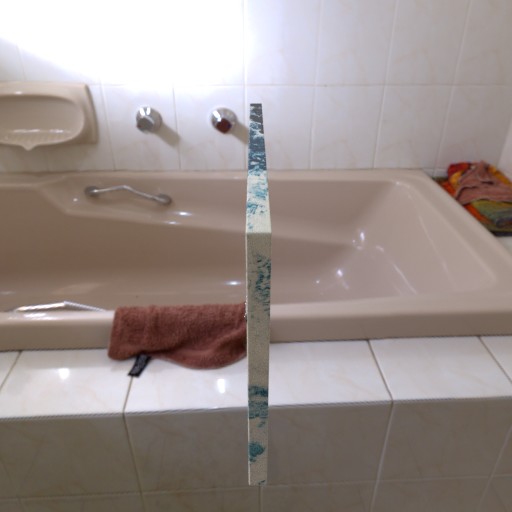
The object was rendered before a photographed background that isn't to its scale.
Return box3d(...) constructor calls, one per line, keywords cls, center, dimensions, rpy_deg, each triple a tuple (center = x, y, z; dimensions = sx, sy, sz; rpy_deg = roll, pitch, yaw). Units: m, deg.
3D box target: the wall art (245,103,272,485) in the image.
box3d(cls="wall art", center=(0.000, 0.000, 1.188), dimensions=(0.042, 0.610, 0.915), rpy_deg=(0, 30, 0))
